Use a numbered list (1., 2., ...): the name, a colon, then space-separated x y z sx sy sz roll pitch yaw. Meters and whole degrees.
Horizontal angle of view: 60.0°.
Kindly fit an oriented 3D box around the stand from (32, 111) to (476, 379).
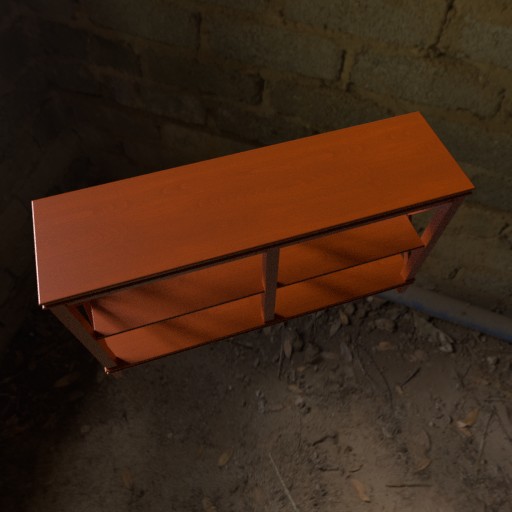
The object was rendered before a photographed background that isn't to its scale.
1. stand: 0.000 0.000 1.742 1.372 0.762 0.381 -15 60 -9
